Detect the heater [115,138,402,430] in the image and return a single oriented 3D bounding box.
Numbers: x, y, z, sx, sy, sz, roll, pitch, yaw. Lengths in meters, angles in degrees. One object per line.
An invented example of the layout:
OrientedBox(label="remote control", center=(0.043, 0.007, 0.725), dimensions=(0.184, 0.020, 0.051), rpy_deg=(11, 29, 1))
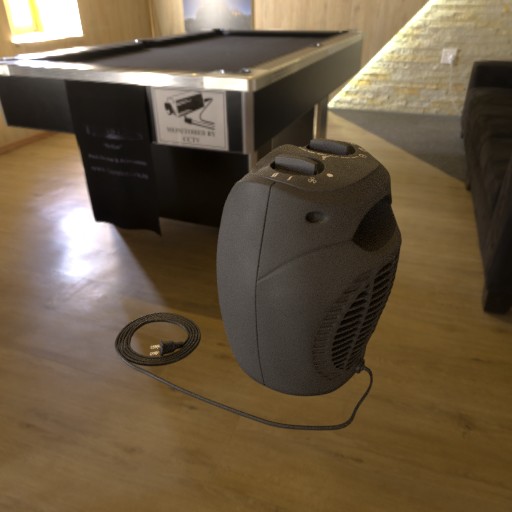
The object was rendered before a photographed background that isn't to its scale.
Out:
OrientedBox(label="heater", center=(0.000, 0.000, 0.474), dimensions=(0.291, 0.240, 0.239), rpy_deg=(20, 36, 30))
